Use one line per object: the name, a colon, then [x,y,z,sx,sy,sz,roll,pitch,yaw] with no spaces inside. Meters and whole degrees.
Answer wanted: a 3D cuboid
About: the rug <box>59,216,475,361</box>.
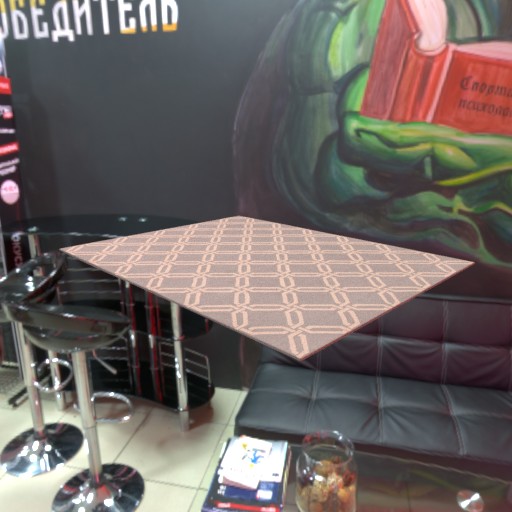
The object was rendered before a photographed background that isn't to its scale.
rug: [0.000,0.000,3.911,2.895,0.018,2.288,16,22,43]
